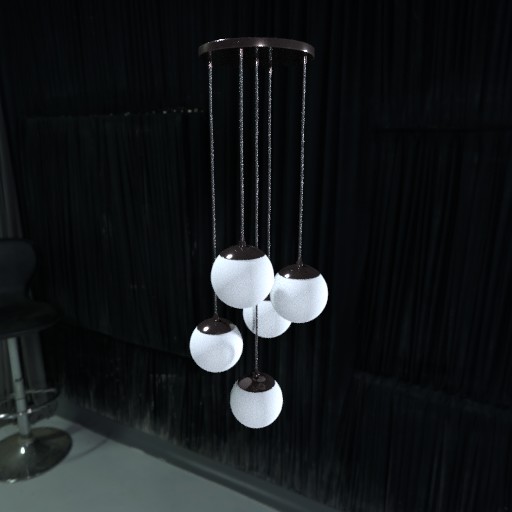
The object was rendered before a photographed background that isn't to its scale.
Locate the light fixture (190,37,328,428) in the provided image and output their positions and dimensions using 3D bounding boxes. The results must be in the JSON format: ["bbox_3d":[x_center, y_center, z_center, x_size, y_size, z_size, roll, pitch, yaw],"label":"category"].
[{"bbox_3d":[0.000,0.000,1.487,0.484,1.271,0.489,7,16,26],"label":"light fixture"}]
